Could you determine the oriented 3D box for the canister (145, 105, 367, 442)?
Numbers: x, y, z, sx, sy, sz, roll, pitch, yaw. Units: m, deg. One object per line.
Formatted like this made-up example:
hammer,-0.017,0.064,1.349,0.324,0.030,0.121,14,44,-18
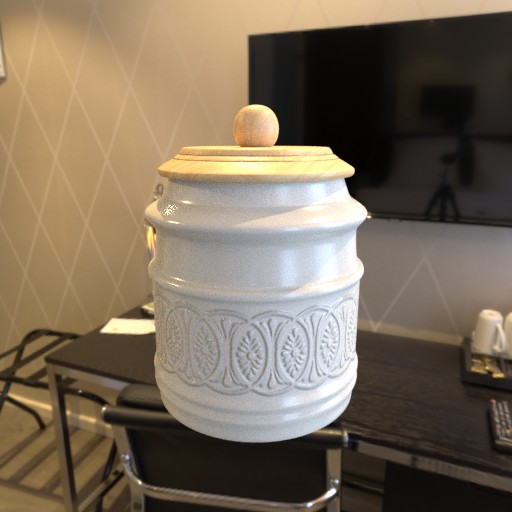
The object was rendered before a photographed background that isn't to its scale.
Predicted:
canister,0.000,0.000,0.273,0.130,0.176,0.130,0,15,0
